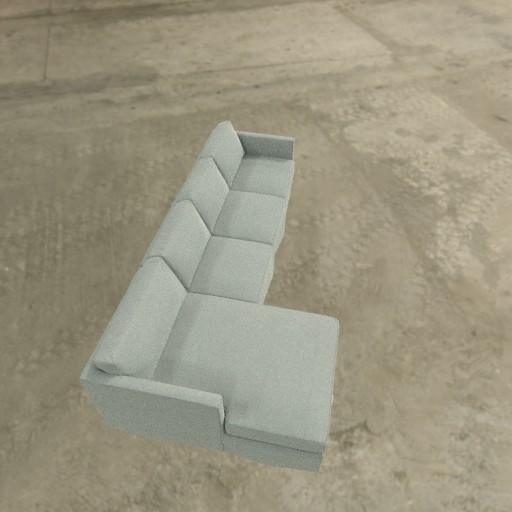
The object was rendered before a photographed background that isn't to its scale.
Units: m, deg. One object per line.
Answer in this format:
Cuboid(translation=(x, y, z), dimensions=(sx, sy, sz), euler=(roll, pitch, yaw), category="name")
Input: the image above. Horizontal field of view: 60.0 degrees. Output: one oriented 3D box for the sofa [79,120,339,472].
Cuboid(translation=(0.000, 0.000, 3.960), dimensions=(1.650, 0.922, 3.205), euler=(9, 46, 8), category="sofa")
